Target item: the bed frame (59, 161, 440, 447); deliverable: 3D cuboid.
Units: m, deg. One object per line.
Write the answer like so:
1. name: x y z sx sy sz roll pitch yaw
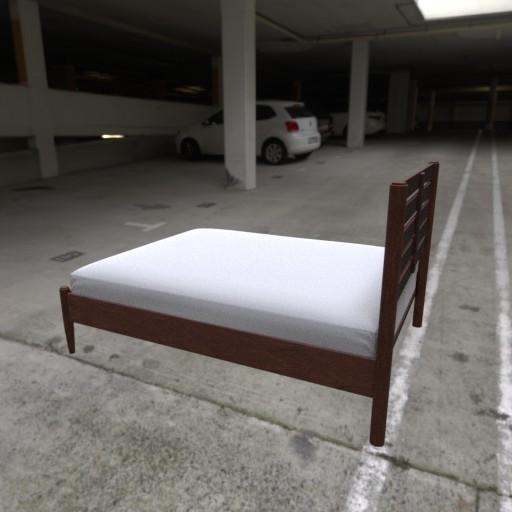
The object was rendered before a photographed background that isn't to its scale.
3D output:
1. bed frame: 0.000 0.000 3.231 2.234 1.321 1.655 8 17 25
